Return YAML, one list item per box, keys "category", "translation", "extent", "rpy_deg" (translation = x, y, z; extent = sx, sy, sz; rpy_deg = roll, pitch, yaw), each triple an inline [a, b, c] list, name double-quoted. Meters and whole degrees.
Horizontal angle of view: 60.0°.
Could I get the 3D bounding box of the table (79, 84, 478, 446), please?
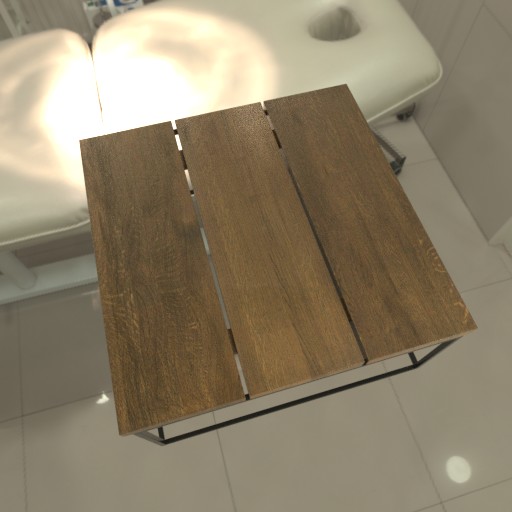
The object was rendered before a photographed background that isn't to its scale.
- category: "table"
  translation: [0.000, 0.000, 1.429]
  extent: [0.900, 0.400, 0.900]
  rpy_deg: [-14, 64, -7]
